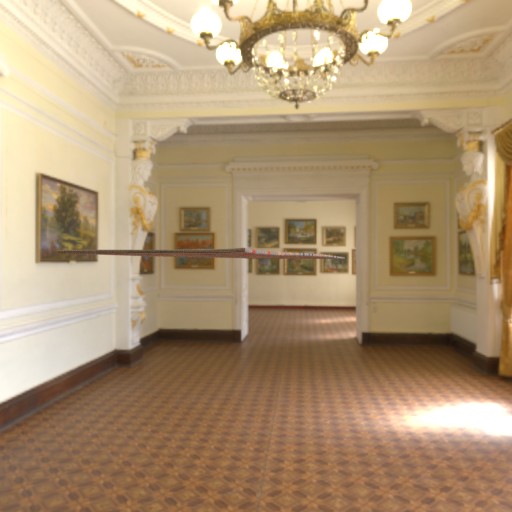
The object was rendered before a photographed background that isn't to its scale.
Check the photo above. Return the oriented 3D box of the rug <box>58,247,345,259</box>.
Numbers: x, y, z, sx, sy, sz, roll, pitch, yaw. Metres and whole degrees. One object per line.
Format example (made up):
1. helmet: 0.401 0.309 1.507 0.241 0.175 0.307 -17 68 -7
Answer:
1. rug: 0.000 0.000 2.658 0.744 0.022 2.419 0 -1 19
